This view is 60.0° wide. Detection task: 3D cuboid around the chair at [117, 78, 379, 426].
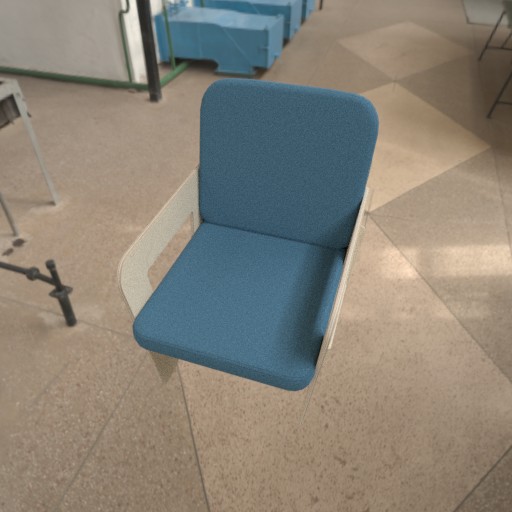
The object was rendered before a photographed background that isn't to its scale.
[{"bbox_3d":[0.000,0.000,1.237,0.547,0.747,0.657,12,43,13],"label":"chair"}]
